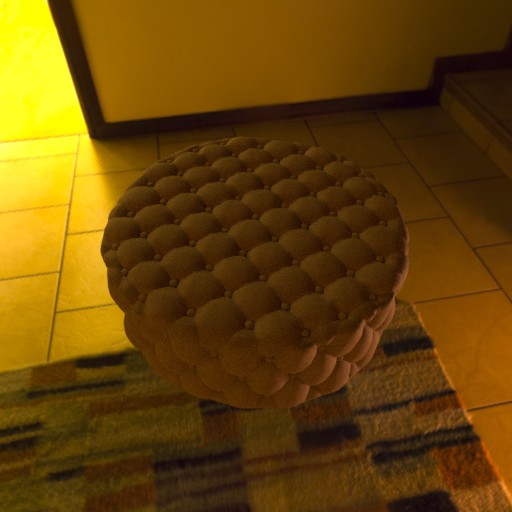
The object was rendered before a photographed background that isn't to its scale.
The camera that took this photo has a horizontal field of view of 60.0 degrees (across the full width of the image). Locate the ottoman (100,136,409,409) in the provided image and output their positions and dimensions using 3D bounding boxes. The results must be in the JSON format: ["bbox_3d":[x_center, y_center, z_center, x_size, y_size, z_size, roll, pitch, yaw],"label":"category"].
[{"bbox_3d":[0.000,0.000,1.556,0.998,0.399,0.998,0,47,0],"label":"ottoman"}]
